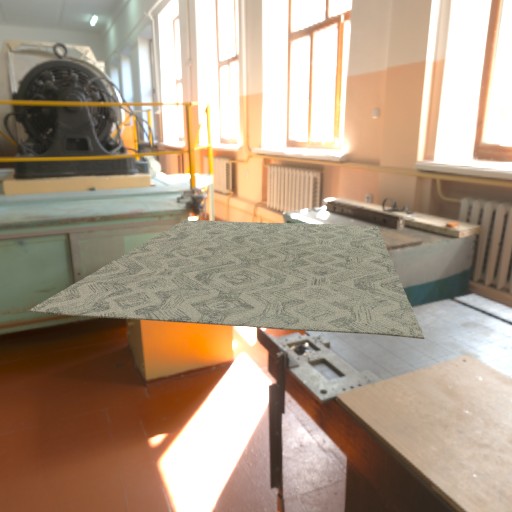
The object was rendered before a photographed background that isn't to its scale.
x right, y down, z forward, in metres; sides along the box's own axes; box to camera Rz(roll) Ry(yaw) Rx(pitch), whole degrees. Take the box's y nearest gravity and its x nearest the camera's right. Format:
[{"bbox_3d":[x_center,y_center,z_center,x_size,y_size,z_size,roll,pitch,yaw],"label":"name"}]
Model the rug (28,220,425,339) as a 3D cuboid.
[{"bbox_3d":[0.000,0.000,4.067,2.430,0.030,3.054,3,16,10],"label":"rug"}]
